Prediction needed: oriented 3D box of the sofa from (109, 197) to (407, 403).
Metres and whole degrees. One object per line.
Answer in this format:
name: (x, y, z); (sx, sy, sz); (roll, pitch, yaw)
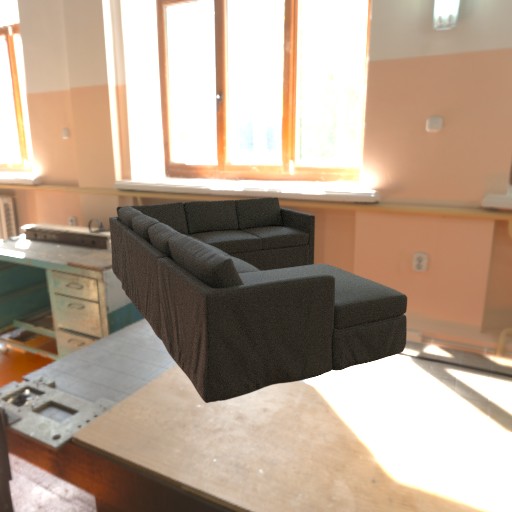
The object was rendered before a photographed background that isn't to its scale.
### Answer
sofa: (0.000, 0.000, 4.637); (2.476, 0.878, 3.528); (-7, 15, -26)
